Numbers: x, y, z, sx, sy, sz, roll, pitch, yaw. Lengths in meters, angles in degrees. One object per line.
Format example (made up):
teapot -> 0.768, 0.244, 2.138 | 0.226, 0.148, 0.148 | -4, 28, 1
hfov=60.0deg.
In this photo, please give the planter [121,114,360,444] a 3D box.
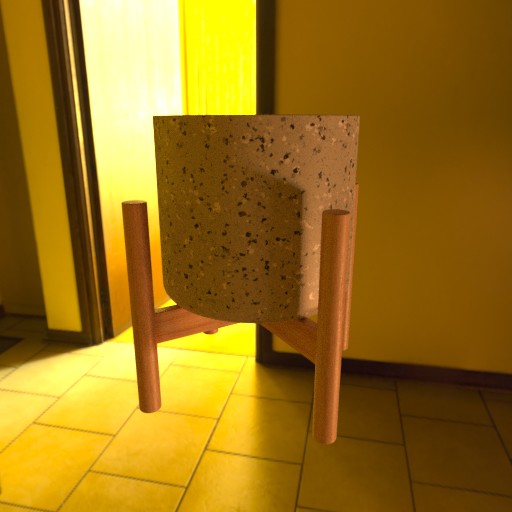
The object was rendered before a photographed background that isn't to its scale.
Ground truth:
planter -> 0.000, 0.000, 0.532 | 0.284, 0.320, 0.284 | -2, 17, -8
